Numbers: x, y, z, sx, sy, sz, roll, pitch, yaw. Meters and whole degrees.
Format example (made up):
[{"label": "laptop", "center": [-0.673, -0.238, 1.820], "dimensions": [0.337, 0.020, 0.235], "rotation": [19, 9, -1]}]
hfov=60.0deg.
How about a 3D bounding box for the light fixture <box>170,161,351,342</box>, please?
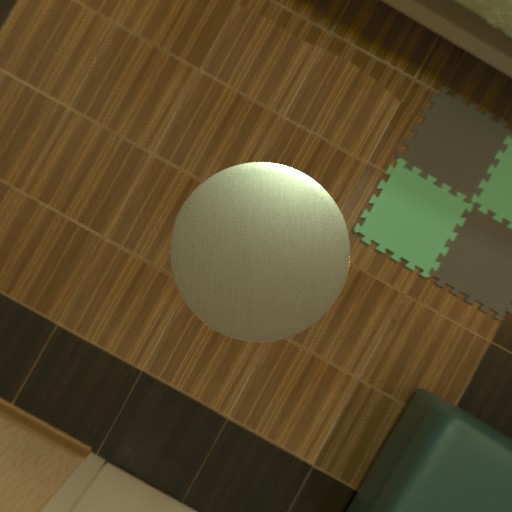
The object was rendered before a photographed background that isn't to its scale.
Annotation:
[{"label": "light fixture", "center": [0.000, 0.000, 0.444], "dimensions": [0.102, 0.400, 0.102], "rotation": [0, 89, -1]}]
